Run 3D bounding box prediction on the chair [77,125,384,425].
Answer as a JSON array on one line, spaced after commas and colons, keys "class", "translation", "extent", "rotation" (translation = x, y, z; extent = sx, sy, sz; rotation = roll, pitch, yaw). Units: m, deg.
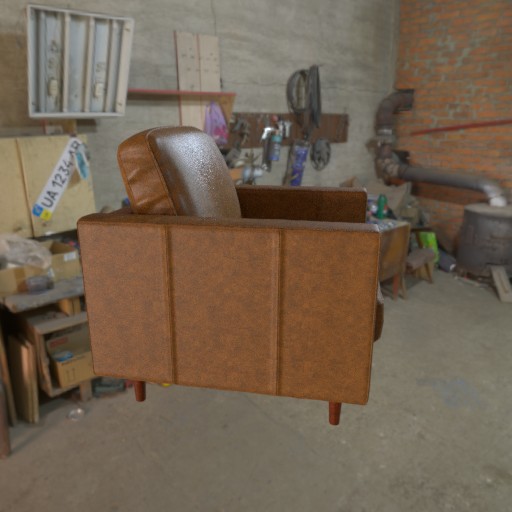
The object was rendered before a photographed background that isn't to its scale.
[{"class": "chair", "translation": [0.000, 0.000, 1.691], "extent": [0.909, 0.956, 0.890], "rotation": [3, 16, 11]}]
